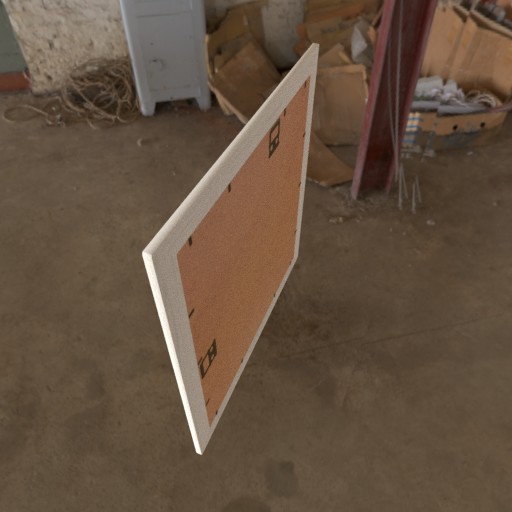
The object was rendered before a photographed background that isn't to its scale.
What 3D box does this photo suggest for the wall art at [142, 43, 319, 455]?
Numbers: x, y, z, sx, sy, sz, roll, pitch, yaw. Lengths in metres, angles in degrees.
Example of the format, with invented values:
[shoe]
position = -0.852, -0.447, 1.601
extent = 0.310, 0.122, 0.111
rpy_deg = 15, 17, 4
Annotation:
[wall art]
position = 0.000, 0.000, 0.855
extent = 0.013, 0.584, 0.584
rpy_deg = 17, 49, 15
